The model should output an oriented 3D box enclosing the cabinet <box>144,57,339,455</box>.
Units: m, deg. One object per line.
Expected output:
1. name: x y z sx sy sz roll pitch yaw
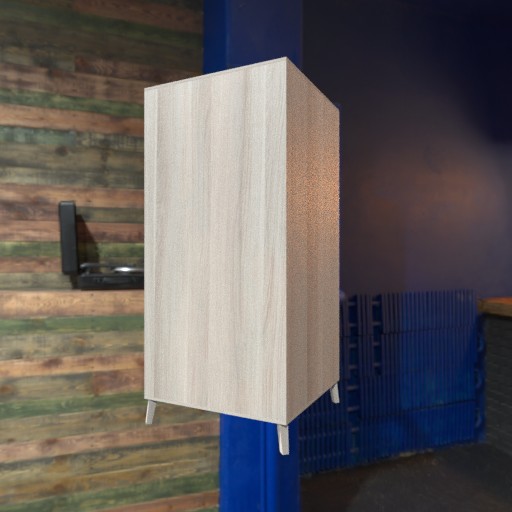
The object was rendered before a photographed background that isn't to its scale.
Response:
1. cabinet: 0.000 0.000 2.639 1.272 1.957 0.969 0 0 -18
